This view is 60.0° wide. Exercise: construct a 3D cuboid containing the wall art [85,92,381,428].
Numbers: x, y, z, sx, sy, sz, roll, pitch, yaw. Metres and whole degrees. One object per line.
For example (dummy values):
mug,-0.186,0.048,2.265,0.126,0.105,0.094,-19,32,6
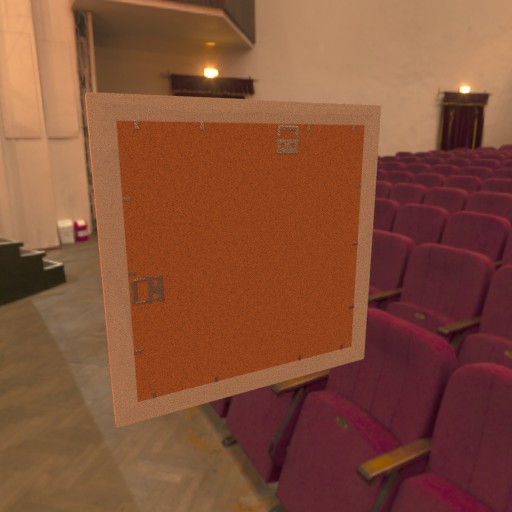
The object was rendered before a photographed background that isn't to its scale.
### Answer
wall art,0.000,0.000,0.878,0.584,0.584,0.013,-7,16,-26
